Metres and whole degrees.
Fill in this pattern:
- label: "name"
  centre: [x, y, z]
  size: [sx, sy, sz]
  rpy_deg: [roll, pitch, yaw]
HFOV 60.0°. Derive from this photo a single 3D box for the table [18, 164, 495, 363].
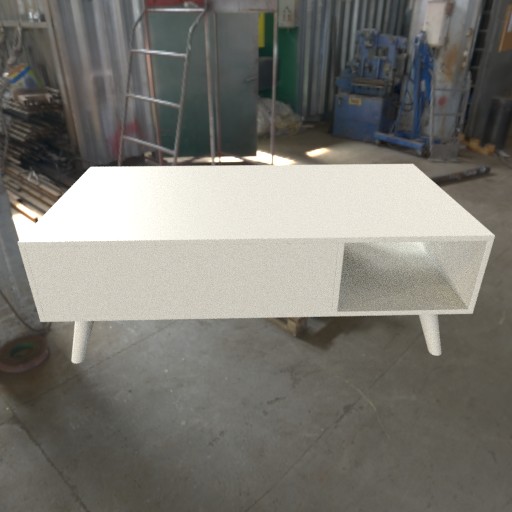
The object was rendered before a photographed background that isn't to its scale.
- label: "table"
  centre: [0.000, 0.000, 1.477]
  size: [1.194, 0.432, 0.609]
  rpy_deg: [-1, 29, -2]
